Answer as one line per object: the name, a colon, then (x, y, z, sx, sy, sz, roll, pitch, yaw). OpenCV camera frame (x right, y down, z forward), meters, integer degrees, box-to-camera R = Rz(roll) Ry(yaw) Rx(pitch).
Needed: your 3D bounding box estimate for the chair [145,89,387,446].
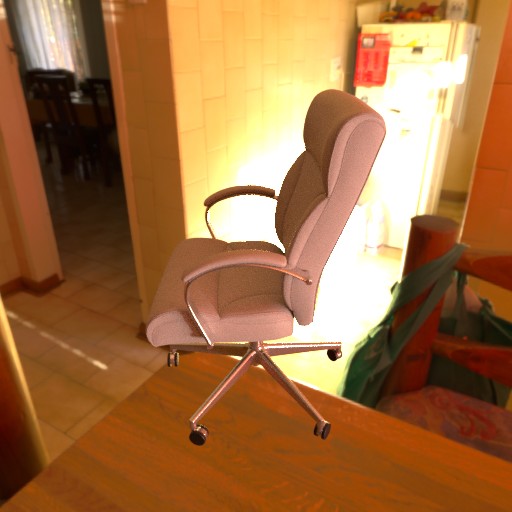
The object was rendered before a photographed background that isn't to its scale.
chair: (0.000, 0.000, 1.592, 0.745, 1.099, 0.727, 0, 26, 0)
